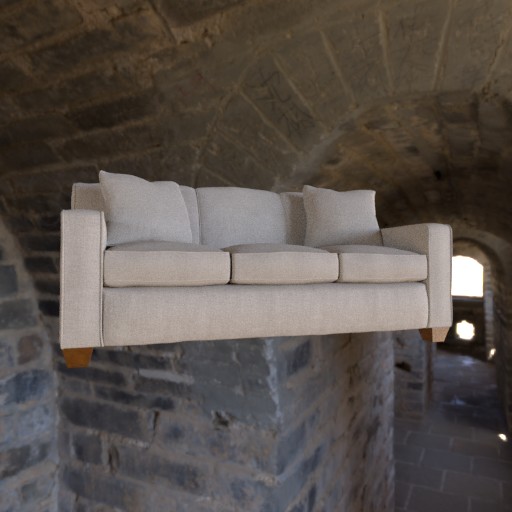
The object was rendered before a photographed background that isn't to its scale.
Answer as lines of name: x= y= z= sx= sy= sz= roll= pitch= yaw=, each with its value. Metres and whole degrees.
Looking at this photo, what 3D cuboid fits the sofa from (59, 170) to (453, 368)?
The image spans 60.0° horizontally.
sofa: x=0.000 y=0.000 z=2.560 sx=2.024 sy=0.958 sz=0.997 roll=0 pitch=-1 yaw=-19
